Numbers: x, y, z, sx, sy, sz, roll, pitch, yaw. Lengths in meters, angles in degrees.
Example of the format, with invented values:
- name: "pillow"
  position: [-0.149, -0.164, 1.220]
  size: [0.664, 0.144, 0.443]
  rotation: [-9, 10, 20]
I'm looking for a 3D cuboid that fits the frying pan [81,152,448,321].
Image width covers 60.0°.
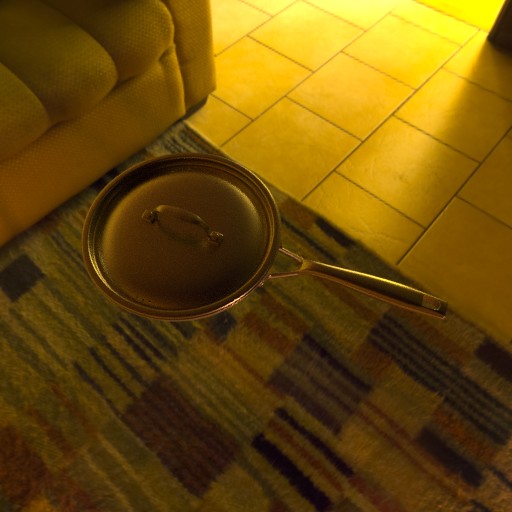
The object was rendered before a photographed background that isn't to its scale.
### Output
- name: "frying pan"
  position: [0.000, 0.000, 0.597]
  size: [0.490, 0.086, 0.272]
  rotation: [19, 62, 11]
